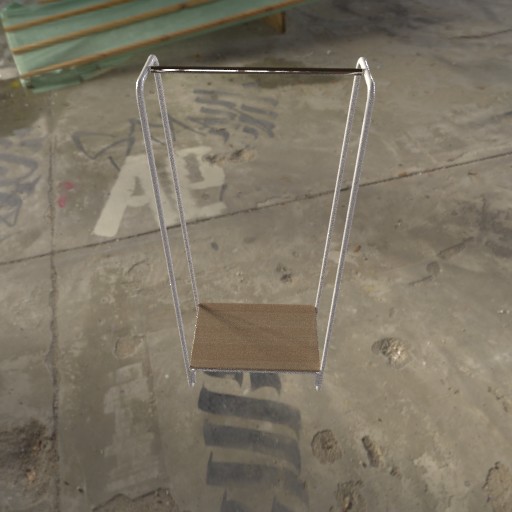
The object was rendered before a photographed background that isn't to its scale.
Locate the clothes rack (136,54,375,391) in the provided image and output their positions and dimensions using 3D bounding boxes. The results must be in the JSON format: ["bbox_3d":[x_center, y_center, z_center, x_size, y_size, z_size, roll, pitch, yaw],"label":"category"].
[{"bbox_3d":[0.000,0.000,1.773,0.640,1.500,0.400,1,45,1],"label":"clothes rack"}]
